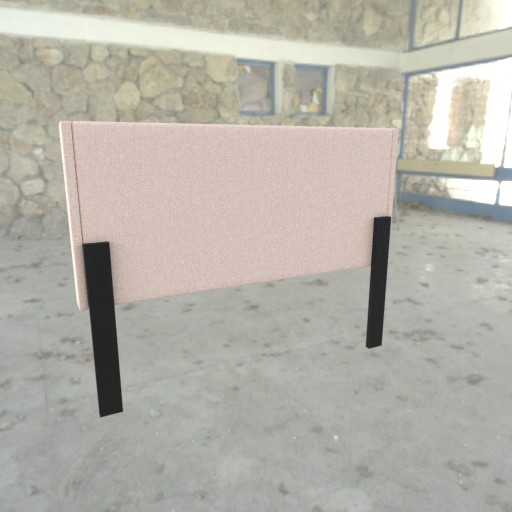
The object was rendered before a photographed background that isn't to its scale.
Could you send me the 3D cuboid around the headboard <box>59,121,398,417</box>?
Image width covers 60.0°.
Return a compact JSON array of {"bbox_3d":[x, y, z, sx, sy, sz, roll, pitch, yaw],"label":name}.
[{"bbox_3d":[0.000,0.000,2.697,2.051,1.524,0.184,-7,16,-26],"label":"headboard"}]
